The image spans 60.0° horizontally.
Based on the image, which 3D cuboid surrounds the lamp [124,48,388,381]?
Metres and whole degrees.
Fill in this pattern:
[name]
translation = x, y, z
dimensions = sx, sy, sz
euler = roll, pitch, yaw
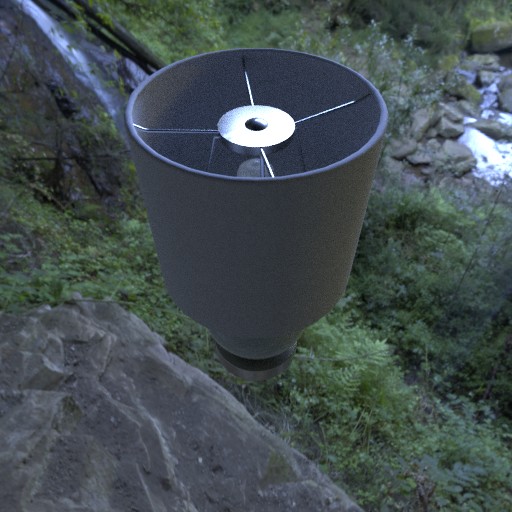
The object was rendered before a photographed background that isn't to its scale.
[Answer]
[lamp]
translation = 0.000, 0.000, 0.471
dimensions = 0.201, 0.353, 0.201
euler = -30, 54, -25
